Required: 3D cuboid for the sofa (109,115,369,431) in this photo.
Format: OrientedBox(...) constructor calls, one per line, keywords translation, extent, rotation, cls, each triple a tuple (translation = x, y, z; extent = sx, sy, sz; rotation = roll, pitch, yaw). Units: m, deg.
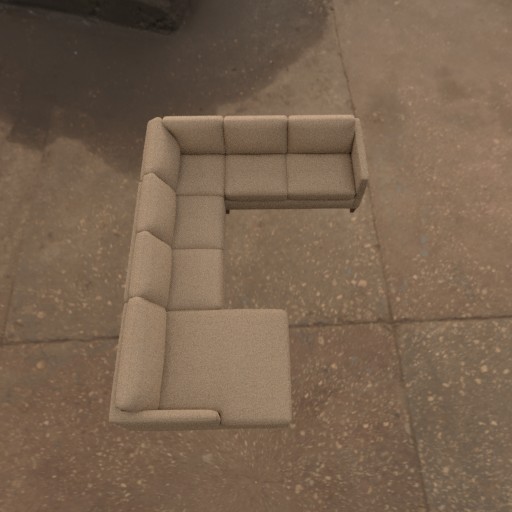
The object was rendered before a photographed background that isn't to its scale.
OrientedBox(translation=(0.000, 0.000, 4.692), extent=(2.551, 0.889, 3.403), rotation=(-1, 63, 0), cls="sofa")
